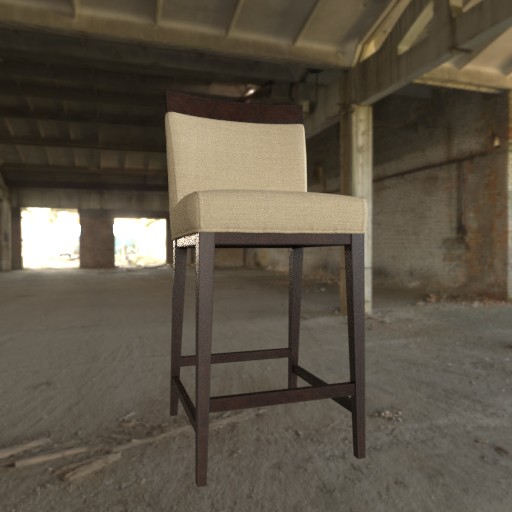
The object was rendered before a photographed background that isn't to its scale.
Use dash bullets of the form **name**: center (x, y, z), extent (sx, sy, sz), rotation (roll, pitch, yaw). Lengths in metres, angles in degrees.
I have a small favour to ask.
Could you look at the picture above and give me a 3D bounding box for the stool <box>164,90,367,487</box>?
- **stool**: center (0.000, 0.000, 1.393), extent (0.511, 1.117, 0.531), rotation (0, 1, -19)
